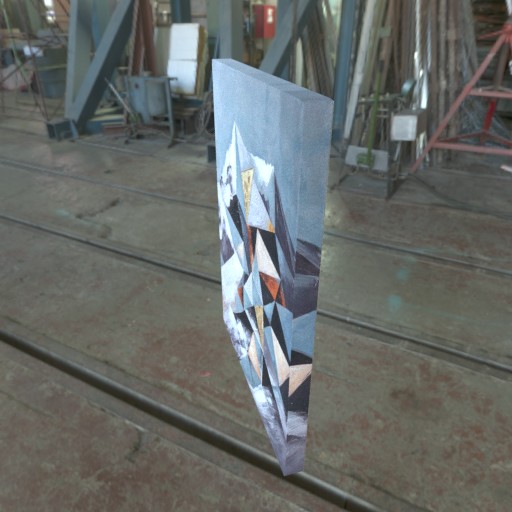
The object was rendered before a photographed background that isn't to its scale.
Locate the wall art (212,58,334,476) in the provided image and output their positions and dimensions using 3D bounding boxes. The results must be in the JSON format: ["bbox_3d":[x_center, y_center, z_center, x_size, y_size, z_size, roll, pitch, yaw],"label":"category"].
[{"bbox_3d":[0.000,0.000,0.798,0.037,0.613,0.455,-8,30,-15],"label":"wall art"}]
